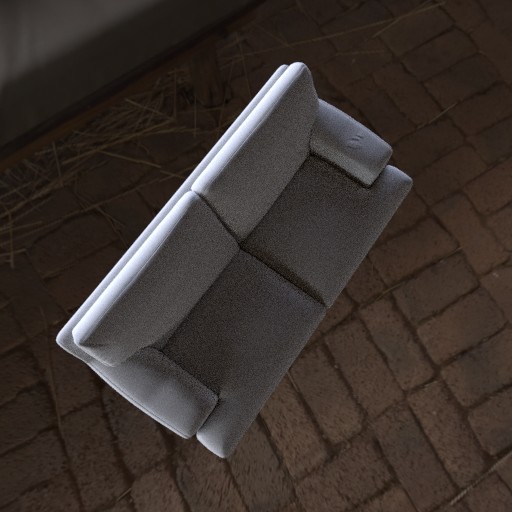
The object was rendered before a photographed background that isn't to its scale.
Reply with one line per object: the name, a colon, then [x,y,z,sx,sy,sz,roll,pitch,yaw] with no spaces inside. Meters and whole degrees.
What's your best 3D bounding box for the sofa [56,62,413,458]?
sofa: [0.000,0.000,2.821,1.143,0.940,2.261,35,77,9]
